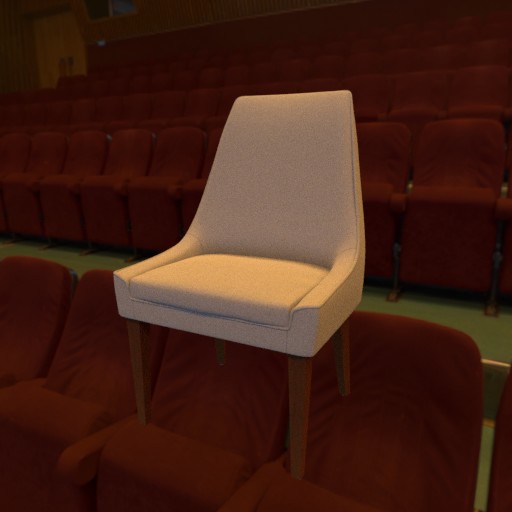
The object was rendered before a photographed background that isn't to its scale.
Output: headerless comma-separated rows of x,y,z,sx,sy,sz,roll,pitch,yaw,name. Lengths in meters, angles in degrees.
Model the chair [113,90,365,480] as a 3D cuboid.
0.000,0.000,1.175,0.529,0.861,0.544,7,15,26,chair
